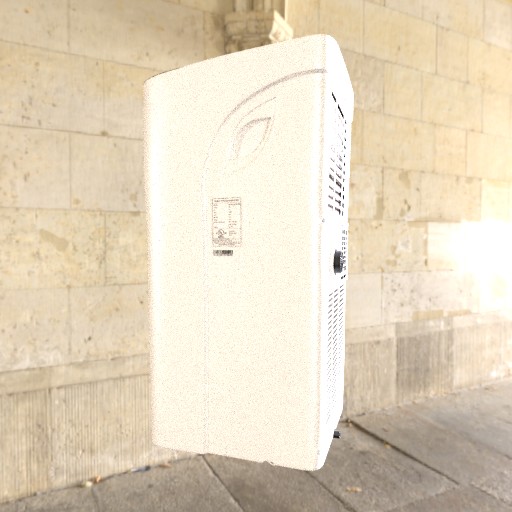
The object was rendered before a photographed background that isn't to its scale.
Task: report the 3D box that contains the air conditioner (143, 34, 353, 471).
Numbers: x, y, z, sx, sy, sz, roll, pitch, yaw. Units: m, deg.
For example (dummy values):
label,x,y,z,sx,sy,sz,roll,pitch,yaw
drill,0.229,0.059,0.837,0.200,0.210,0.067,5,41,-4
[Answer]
label,x,y,z,sx,sy,sz,roll,pitch,yaw
air conditioner,0.000,0.000,0.899,0.369,0.716,0.352,1,2,18
